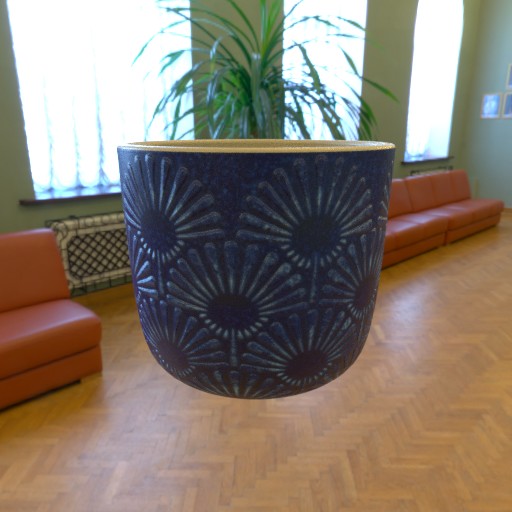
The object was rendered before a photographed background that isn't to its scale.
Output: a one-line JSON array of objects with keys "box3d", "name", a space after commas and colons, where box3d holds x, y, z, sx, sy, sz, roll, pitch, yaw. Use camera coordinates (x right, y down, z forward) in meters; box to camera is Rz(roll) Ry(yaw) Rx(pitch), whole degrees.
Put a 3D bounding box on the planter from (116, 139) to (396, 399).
[{"box3d": [0.000, 0.000, 0.220, 0.124, 0.109, 0.124, 0, 16, 0], "name": "planter"}]
